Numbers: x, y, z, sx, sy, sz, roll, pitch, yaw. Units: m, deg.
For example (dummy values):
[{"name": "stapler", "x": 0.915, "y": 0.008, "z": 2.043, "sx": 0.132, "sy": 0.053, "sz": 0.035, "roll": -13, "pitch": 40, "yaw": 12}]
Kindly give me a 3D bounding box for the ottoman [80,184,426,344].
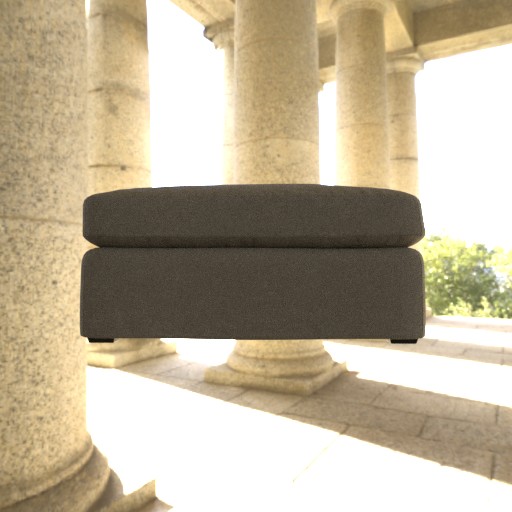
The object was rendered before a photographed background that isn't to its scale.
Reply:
[{"name": "ottoman", "x": 0.000, "y": 0.000, "z": 1.616, "sx": 0.840, "sy": 0.429, "sz": 1.199, "roll": 0, "pitch": -1, "yaw": 1}]
